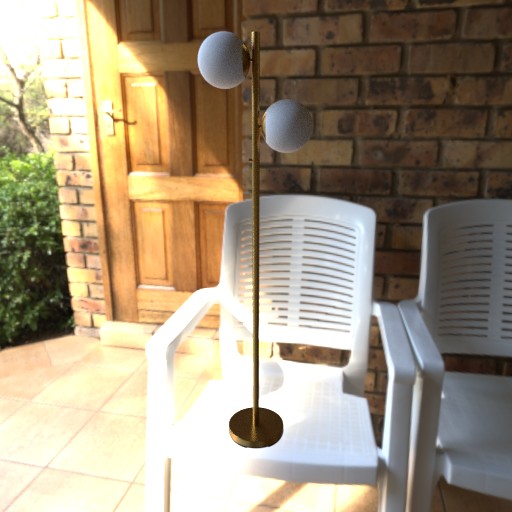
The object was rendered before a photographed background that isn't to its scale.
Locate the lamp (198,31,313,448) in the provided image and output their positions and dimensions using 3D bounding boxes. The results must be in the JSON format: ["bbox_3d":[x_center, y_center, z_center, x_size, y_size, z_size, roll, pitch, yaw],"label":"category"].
[{"bbox_3d":[0.000,0.000,1.780,0.419,1.641,0.249,2,16,6],"label":"lamp"}]
